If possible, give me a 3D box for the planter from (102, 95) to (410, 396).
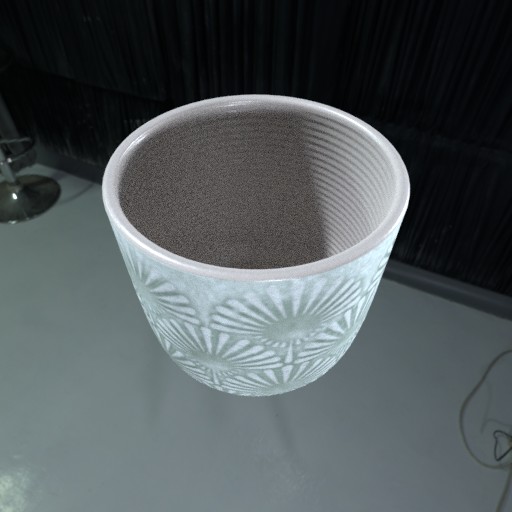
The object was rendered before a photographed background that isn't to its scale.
[{"bbox_3d":[0.000,0.000,0.222,0.124,0.109,0.124,0,47,0],"label":"planter"}]
